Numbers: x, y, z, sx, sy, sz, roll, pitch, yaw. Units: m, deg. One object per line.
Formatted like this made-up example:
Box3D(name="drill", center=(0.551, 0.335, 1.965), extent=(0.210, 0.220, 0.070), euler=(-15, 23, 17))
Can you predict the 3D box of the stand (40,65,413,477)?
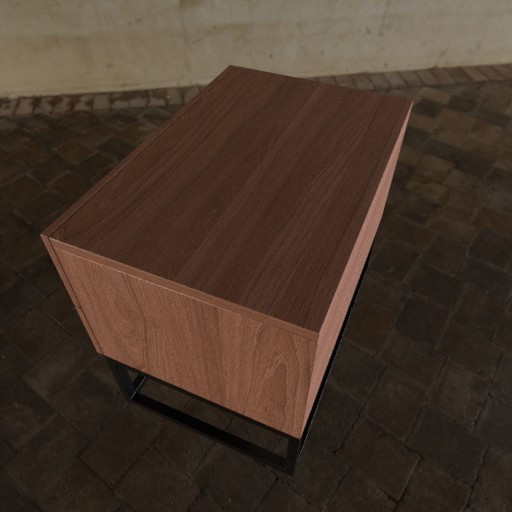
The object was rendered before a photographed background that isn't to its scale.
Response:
Box3D(name="stand", center=(0.000, 0.000, 0.929), extent=(0.420, 0.500, 0.600), euler=(18, 49, 16))
